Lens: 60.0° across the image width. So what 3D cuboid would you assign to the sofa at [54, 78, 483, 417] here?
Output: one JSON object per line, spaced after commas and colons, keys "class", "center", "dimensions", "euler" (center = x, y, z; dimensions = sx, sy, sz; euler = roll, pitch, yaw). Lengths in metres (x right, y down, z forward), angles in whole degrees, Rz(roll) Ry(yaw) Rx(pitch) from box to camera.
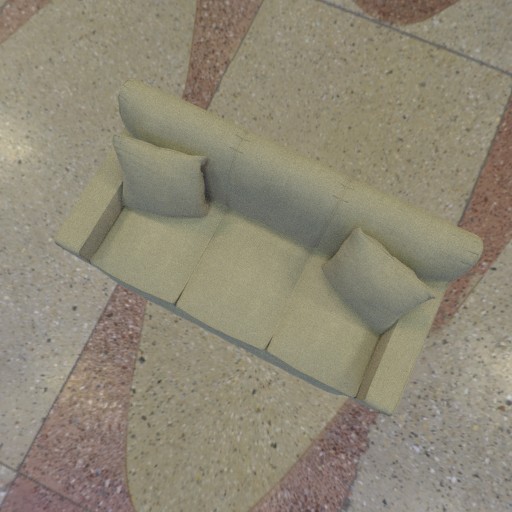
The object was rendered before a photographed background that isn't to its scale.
{"class": "sofa", "center": [0.000, 0.000, 2.548], "dimensions": [2.024, 0.958, 0.997], "euler": [26, 78, 6]}
